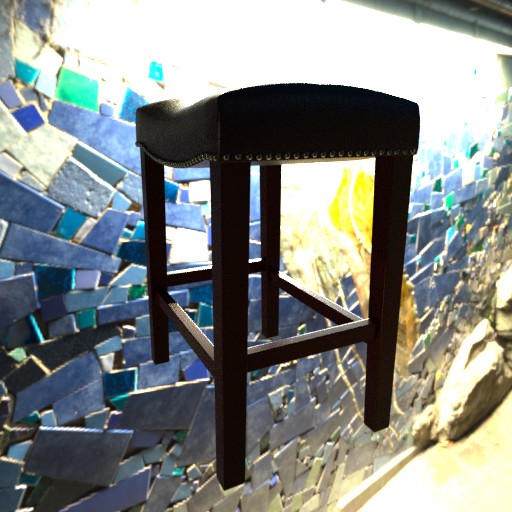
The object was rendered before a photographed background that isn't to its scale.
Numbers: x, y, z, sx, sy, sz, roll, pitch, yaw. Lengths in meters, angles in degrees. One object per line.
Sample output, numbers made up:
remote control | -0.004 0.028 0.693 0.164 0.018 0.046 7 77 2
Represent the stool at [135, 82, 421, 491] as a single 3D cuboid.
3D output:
stool | 0.000 0.000 0.942 0.372 0.657 0.504 -8 18 -26
